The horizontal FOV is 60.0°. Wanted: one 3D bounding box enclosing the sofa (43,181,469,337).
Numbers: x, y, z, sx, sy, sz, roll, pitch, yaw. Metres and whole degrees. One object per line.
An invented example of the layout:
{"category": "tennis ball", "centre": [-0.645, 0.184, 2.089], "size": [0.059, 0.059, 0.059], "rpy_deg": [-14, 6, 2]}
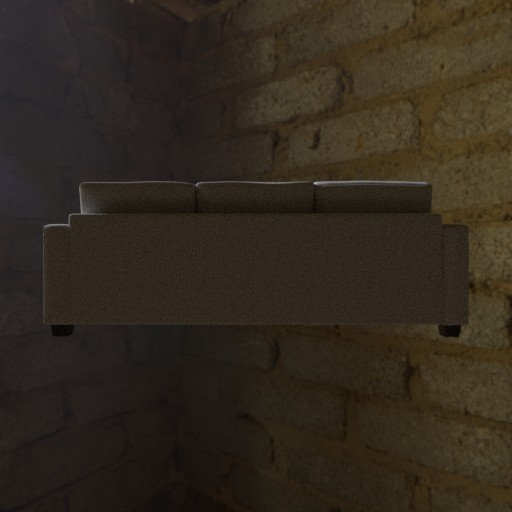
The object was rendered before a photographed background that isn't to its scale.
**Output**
{"category": "sofa", "centre": [0.000, 0.000, 2.624], "size": [2.120, 0.800, 0.900], "rpy_deg": [0, 1, 0]}
